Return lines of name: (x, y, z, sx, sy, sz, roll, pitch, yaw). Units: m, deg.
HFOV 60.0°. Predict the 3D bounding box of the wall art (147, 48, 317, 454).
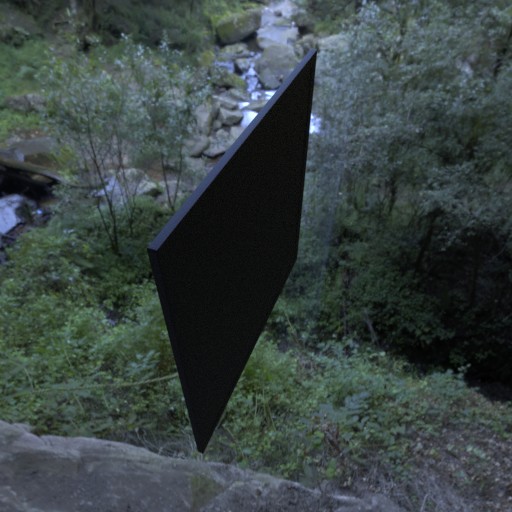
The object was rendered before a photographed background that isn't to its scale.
wall art: (0.000, 0.000, 0.835, 0.012, 0.558, 0.562, 17, 48, 15)
